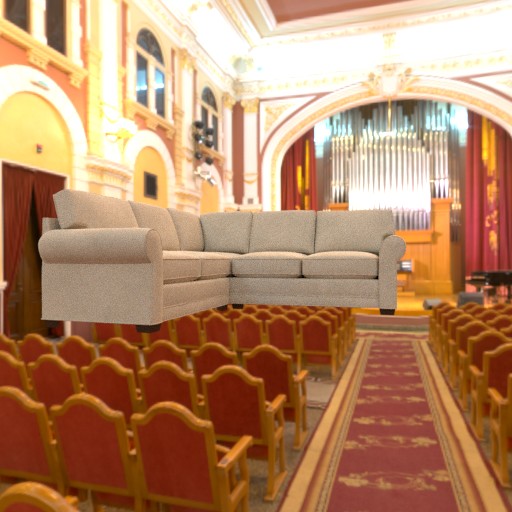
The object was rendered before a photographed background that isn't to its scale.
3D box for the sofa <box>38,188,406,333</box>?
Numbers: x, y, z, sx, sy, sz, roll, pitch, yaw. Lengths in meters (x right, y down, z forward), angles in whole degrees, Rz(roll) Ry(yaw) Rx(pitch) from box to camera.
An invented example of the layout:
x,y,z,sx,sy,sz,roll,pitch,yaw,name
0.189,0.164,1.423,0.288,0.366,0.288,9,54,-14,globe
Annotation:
x,y,z,sx,sy,sz,roll,pitch,yaw,name
0.000,0.000,3.955,2.569,1.054,2.487,0,0,17,sofa
